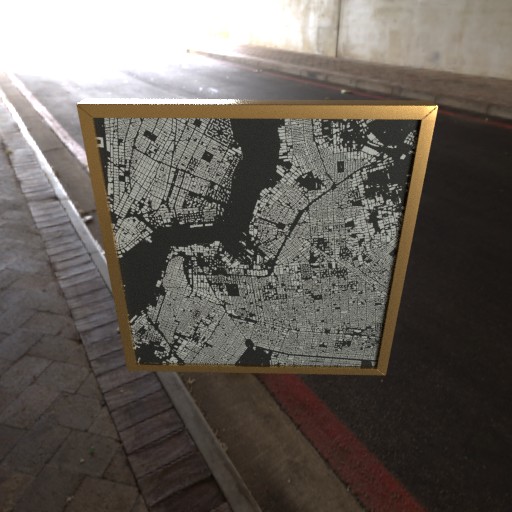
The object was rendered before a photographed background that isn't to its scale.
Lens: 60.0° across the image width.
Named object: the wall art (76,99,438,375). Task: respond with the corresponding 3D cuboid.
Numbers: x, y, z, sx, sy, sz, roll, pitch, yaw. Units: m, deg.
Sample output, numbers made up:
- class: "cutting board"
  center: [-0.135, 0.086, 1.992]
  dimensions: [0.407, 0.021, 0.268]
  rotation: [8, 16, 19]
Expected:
- class: "wall art"
  center: [0.000, 0.000, 0.458]
  dimensions: [0.305, 0.305, 0.023]
  rotation: [1, 29, 1]
